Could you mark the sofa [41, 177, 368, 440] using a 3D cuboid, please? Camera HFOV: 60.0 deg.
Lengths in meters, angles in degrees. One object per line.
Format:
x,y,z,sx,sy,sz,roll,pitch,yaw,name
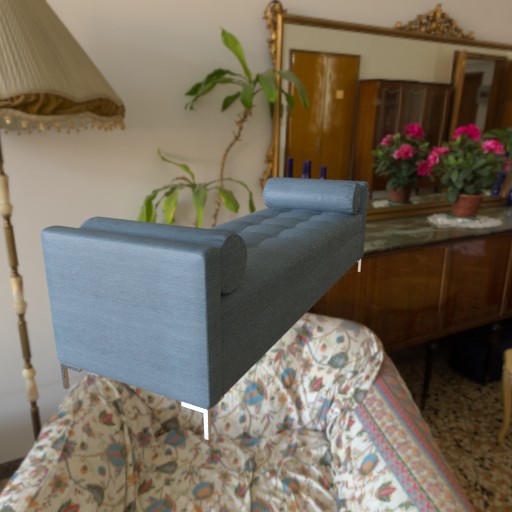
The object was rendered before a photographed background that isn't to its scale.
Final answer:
0.000,0.000,2.308,0.686,0.635,1.981,8,18,26,sofa
